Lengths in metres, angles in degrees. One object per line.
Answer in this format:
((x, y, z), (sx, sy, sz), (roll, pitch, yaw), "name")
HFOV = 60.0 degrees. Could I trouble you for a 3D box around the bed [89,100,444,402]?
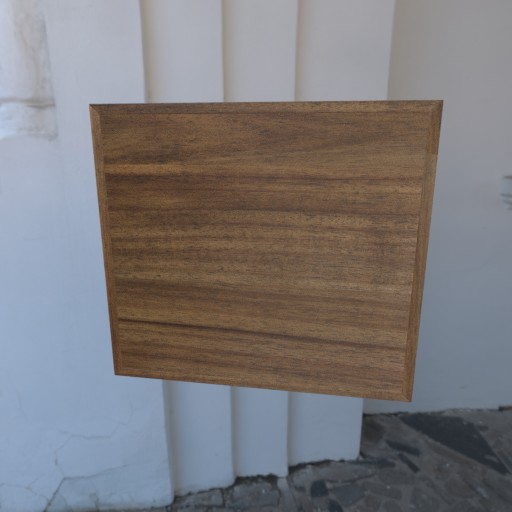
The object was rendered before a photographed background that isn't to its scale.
((0.000, 0.000, 1.432), (1.041, 0.940, 0.043), (3, 16, 9), "bed")
